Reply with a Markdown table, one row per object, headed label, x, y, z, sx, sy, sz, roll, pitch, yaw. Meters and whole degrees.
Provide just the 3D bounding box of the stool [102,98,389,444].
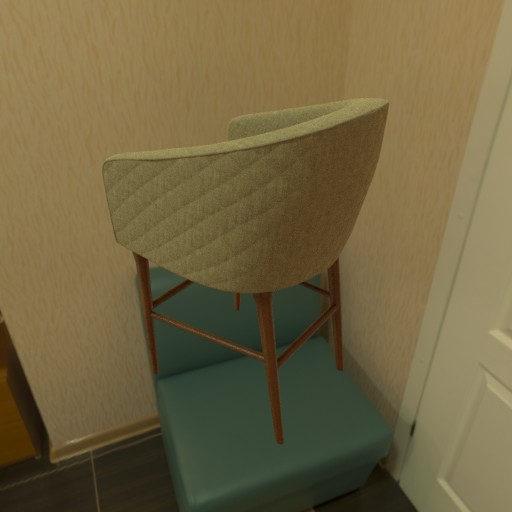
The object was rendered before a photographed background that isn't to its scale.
| label | x | y | z | sx | sy | sz | roll | pitch | yaw |
| --- | --- | --- | --- | --- | --- | --- | --- | --- | --- |
| stool | 0.000 | 0.000 | 1.336 | 0.635 | 0.952 | 0.559 | 22 | 38 | 32 |
